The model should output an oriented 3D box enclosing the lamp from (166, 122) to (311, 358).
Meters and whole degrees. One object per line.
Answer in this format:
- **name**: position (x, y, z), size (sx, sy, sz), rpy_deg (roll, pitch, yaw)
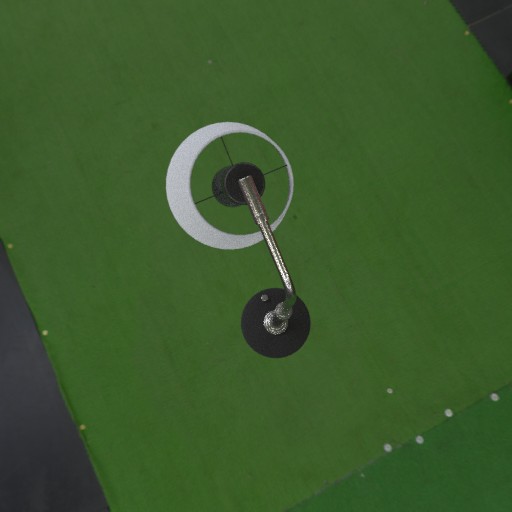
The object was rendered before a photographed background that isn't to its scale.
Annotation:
- **lamp**: position (0.000, 0.000, 0.714), size (0.181, 0.539, 0.348), rpy_deg (-24, 79, -5)
